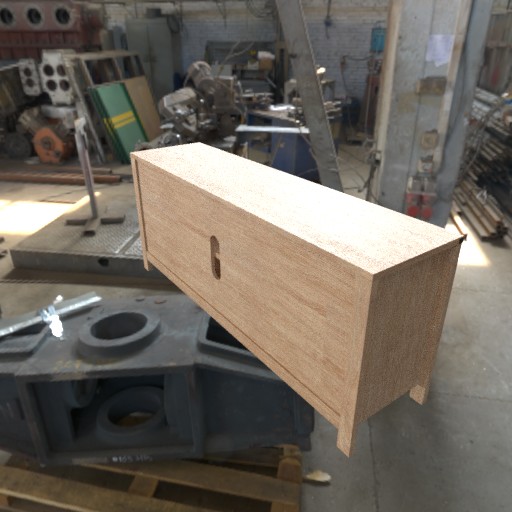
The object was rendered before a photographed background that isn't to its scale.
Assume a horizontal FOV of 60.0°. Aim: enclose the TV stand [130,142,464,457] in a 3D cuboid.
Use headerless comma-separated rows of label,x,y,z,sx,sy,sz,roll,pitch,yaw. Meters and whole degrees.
TV stand,0.000,0.000,1.788,0.398,0.610,1.466,-18,32,-32
